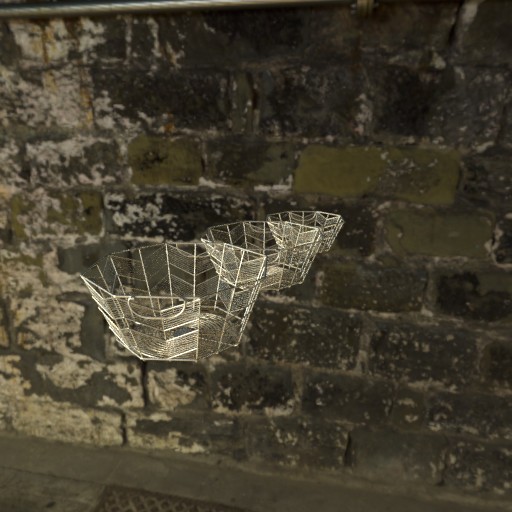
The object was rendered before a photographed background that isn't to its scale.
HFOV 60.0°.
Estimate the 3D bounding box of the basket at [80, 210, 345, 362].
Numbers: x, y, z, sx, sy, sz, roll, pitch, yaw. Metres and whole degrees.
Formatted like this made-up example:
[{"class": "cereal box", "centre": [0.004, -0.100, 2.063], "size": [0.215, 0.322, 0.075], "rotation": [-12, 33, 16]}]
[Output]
[{"class": "basket", "centre": [0.000, 0.000, 1.400], "size": [0.432, 0.178, 1.246], "rotation": [8, 18, 24]}]
